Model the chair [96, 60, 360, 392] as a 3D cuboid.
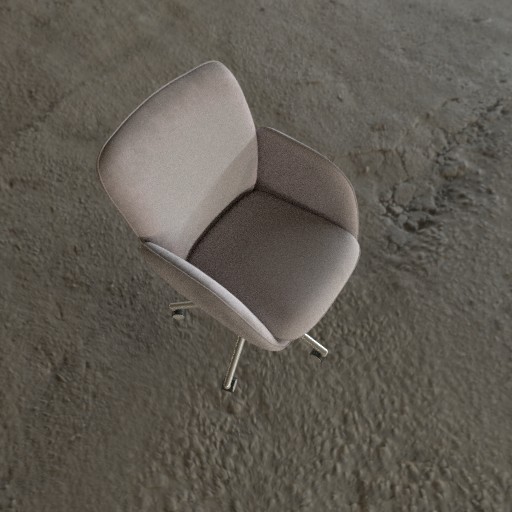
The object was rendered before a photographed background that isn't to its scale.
[{"bbox_3d":[0.000,0.000,1.415,0.654,0.959,0.648,32,64,17],"label":"chair"}]
